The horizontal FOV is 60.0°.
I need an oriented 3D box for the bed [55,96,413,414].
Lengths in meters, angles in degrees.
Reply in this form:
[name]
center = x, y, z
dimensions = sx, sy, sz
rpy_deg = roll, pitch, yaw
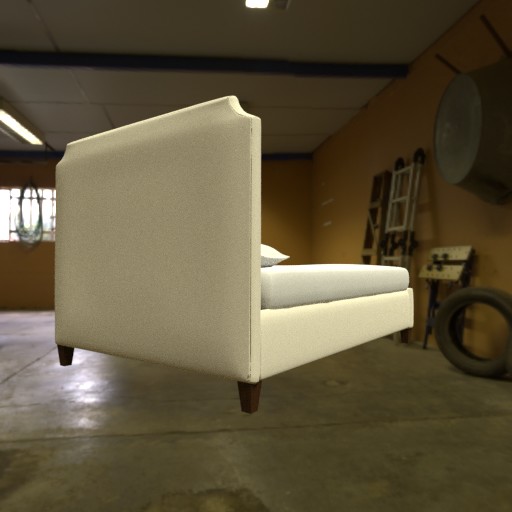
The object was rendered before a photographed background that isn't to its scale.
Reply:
[bed]
center = 0.000, 0.000, 3.434
dimensions = 1.712, 1.497, 2.372
rpy_deg = -1, -1, 37
